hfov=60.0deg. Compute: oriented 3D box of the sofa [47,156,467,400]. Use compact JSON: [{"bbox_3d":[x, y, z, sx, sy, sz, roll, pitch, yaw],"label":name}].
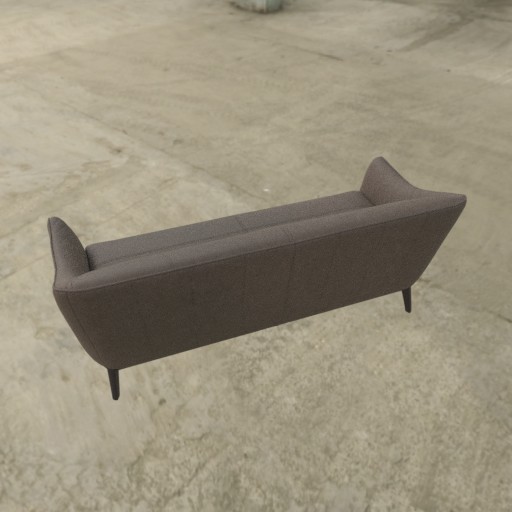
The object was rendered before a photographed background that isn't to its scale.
[{"bbox_3d":[0.000,0.000,2.296,1.928,0.831,0.869,-13,42,-15],"label":"sofa"}]
